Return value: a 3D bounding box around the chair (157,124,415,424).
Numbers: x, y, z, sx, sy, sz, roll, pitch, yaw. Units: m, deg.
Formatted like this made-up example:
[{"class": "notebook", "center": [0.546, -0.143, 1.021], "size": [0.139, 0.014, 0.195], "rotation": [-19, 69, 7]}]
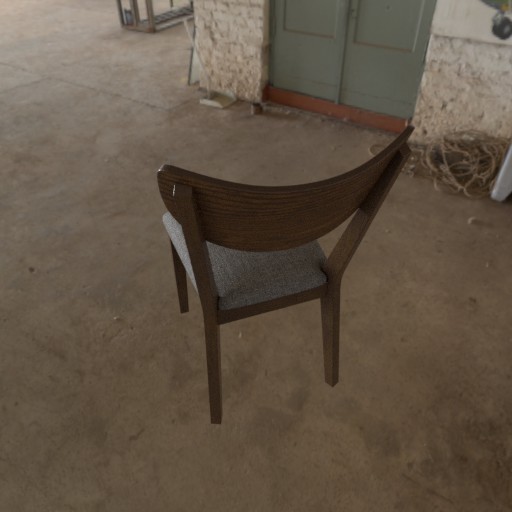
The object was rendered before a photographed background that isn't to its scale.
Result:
[{"class": "chair", "center": [0.000, 0.000, 1.195], "size": [0.491, 0.849, 0.583], "rotation": [-13, 42, -15]}]
